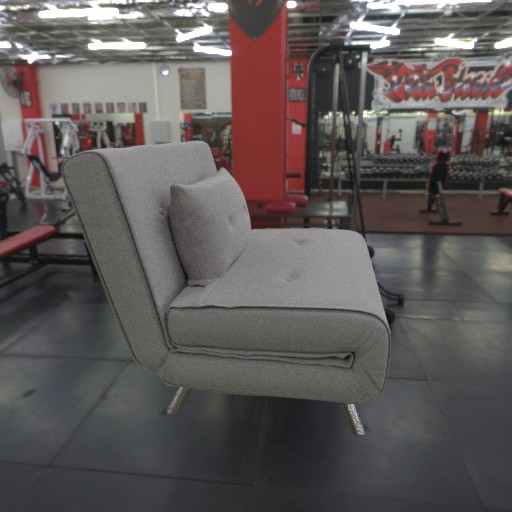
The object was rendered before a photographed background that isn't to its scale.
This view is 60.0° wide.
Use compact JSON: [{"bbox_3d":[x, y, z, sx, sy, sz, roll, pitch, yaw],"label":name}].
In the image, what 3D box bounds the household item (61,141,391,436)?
[{"bbox_3d":[0.000,0.000,1.639,0.874,0.800,1.000,3,16,9],"label":"household item"}]
